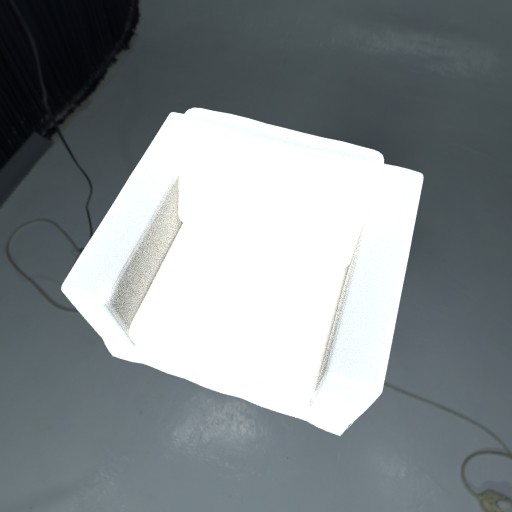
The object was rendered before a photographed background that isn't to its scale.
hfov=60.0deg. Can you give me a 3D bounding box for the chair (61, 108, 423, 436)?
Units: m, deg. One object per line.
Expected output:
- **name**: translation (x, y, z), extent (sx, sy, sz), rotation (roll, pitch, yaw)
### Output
- **chair**: translation (0.000, 0.000, 1.820), extent (1.150, 0.878, 0.957), rotation (16, 61, 9)
